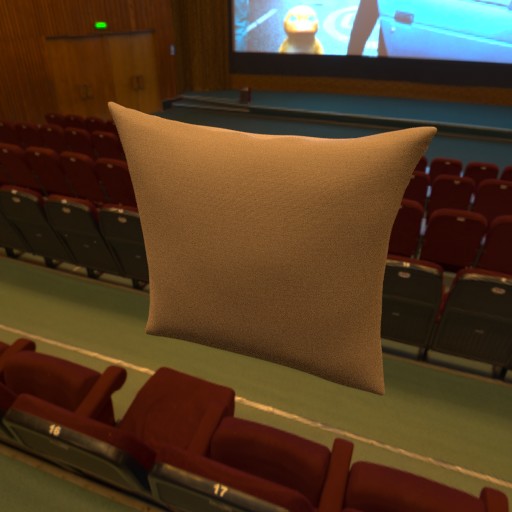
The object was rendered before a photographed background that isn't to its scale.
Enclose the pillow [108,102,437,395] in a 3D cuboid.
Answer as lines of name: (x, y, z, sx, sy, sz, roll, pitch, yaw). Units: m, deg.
pillow: (0.000, 0.000, 0.779, 0.512, 0.497, 0.204, 11, 33, 17)
